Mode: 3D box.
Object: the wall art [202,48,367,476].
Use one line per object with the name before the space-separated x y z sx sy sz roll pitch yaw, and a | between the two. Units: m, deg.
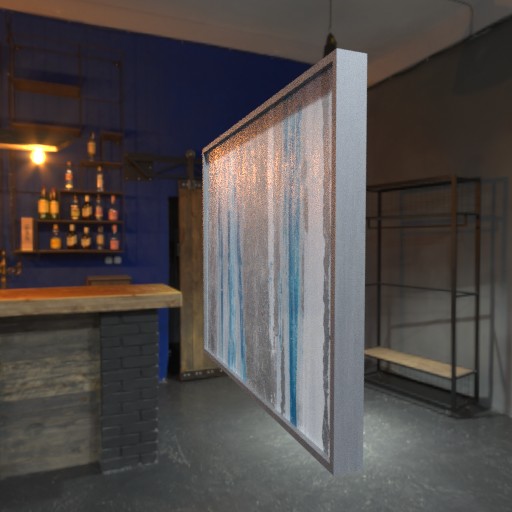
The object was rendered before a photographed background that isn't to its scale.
wall art | 0.000 0.000 0.732 0.037 0.450 0.557 -1 3 -21
